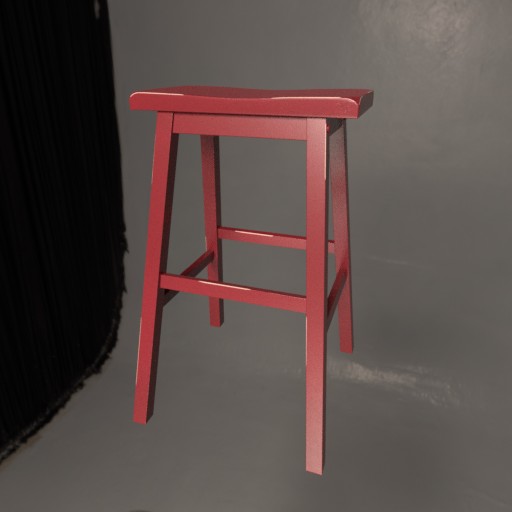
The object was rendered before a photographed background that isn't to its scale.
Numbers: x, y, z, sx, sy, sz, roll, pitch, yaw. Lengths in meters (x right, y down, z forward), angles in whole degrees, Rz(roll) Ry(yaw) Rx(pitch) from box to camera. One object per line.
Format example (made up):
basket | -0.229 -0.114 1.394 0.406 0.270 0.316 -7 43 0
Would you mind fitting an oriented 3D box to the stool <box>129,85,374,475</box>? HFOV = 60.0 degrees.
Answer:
stool | 0.000 0.000 1.048 0.457 0.737 0.476 8 25 18
